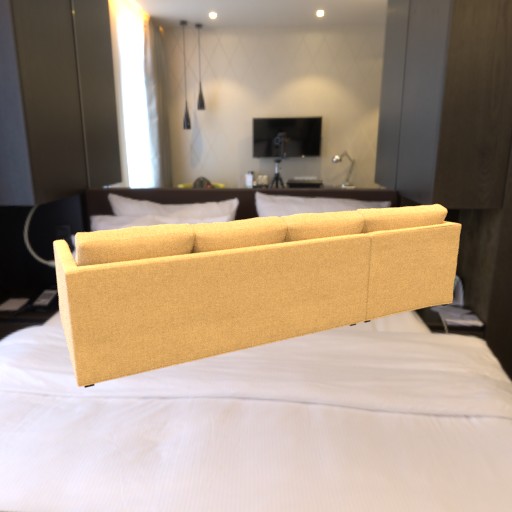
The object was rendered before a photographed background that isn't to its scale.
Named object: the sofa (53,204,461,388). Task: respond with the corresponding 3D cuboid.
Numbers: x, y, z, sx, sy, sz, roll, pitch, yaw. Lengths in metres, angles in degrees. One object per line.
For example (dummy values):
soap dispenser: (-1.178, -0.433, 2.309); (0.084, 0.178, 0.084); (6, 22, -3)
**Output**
sofa: (0.000, 0.000, 3.878); (3.205, 0.922, 1.650); (-7, 16, -26)
